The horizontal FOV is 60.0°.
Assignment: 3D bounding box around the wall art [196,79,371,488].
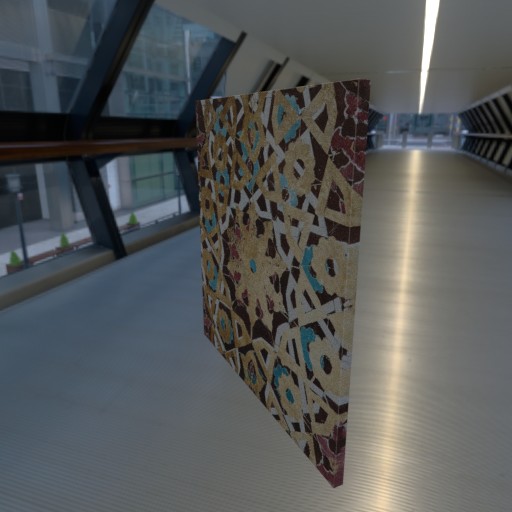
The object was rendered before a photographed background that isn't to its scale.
[{"bbox_3d":[0.000,0.000,1.106,0.028,0.762,0.757,-8,18,-25],"label":"wall art"}]
